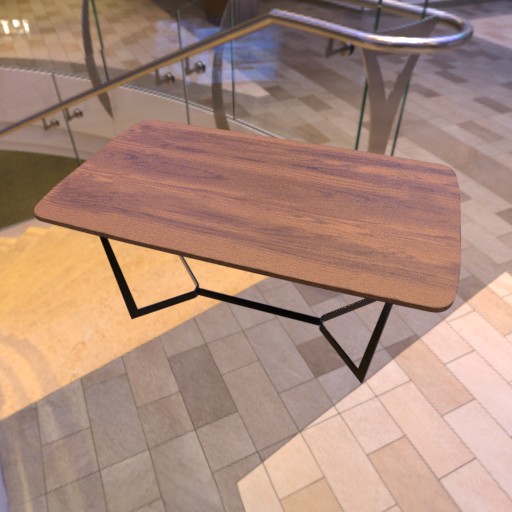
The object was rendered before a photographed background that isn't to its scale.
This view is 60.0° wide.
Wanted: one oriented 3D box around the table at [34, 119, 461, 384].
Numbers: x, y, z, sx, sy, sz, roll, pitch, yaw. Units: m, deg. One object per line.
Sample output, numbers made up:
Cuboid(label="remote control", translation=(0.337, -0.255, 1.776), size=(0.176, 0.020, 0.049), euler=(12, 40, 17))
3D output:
Cuboid(label="table", translation=(0.000, 0.000, 2.134), size=(1.643, 0.765, 0.949), euler=(13, 43, 14))
